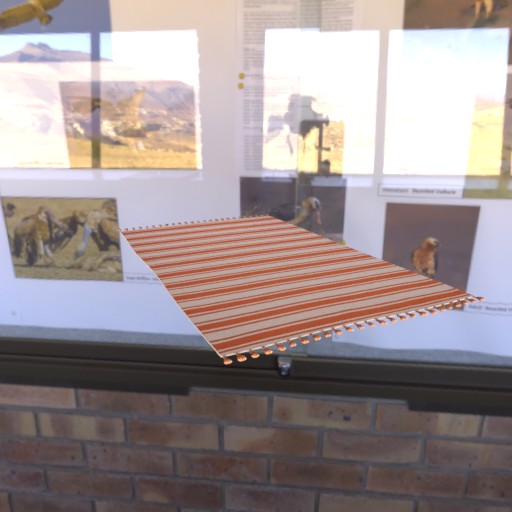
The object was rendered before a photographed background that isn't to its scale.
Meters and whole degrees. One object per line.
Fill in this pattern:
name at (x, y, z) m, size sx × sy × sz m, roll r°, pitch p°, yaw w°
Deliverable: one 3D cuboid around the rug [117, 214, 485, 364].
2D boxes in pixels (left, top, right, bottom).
rug at (0.000, 0.000, 2.573) m, size 1.232 × 0.017 × 2.092 m, roll -8°, pitch 19°, yaw -25°
